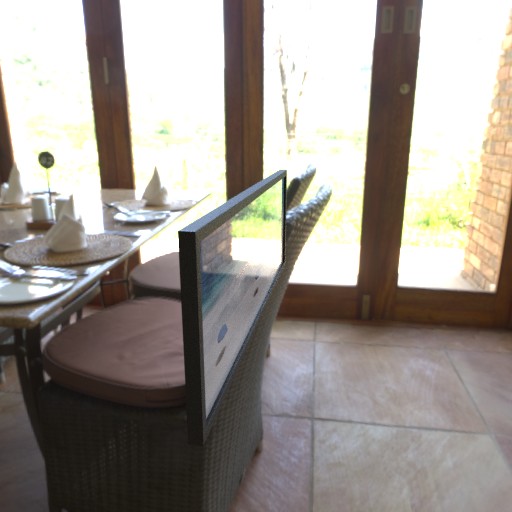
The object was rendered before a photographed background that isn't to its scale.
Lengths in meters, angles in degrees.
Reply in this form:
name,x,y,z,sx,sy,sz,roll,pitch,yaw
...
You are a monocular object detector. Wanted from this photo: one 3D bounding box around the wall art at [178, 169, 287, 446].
name,x,y,z,sx,sy,sz,roll,pitch,yaw
wall art,0.000,0.000,1.785,0.041,0.554,1.572,3,16,11
